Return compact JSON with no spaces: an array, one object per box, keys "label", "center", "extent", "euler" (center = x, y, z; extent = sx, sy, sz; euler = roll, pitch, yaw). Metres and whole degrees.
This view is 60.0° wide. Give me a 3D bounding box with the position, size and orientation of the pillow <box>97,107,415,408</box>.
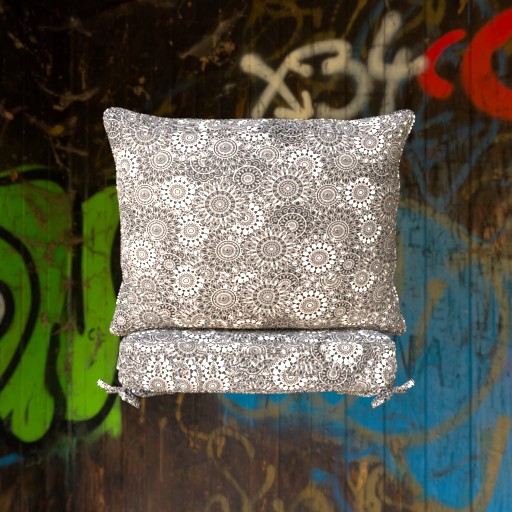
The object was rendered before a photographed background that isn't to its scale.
[{"label":"pillow","center":[0.000,0.000,1.367],"extent":[0.798,0.722,0.740],"euler":[0,0,0]}]
